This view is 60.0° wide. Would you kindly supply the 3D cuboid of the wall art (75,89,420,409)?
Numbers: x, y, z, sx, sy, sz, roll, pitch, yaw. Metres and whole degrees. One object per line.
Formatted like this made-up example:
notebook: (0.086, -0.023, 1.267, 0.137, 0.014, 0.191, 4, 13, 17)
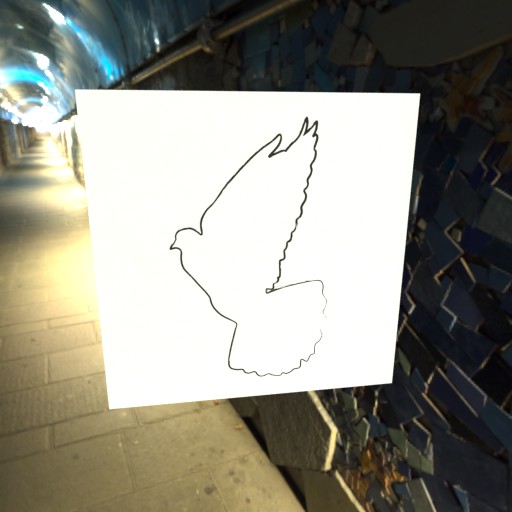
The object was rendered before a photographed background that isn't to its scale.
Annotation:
wall art: (0.000, 0.000, 0.878, 0.610, 0.610, 0.038, -3, 16, -9)
